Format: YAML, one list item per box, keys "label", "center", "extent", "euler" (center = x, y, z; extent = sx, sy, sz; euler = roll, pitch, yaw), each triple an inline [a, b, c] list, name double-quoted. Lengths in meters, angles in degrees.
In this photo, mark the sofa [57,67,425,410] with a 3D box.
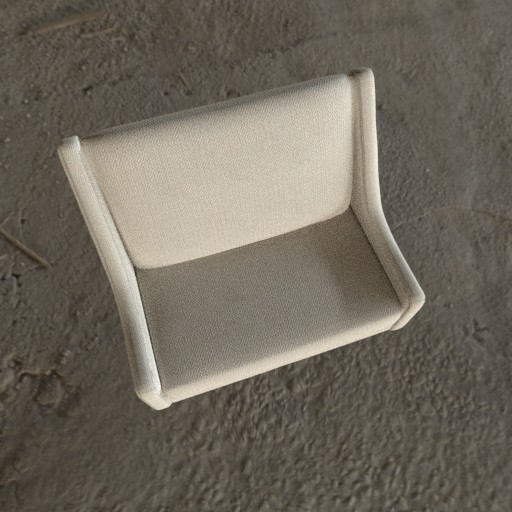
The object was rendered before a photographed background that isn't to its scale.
- label: "sofa"
  center: [0.000, 0.000, 1.911]
  extent: [1.242, 1.022, 0.870]
  euler: [-17, 64, -8]
